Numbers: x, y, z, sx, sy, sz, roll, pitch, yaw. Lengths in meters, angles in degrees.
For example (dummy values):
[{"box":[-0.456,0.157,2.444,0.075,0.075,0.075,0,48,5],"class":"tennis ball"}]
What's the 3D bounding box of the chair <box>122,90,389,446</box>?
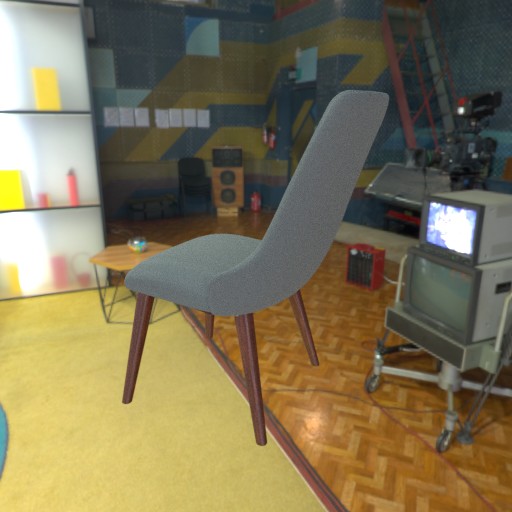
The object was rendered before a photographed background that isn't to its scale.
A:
[{"box":[0.000,0.000,1.351,0.707,0.918,0.535,8,18,26],"class":"chair"}]
